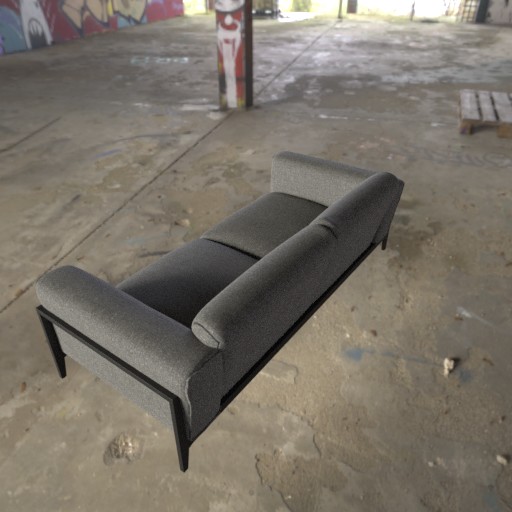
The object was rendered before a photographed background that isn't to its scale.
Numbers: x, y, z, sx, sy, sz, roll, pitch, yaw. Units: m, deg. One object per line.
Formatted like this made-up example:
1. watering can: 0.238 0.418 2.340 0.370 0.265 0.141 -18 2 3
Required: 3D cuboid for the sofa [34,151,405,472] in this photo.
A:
1. sofa: 0.000 0.000 2.550 0.985 0.703 2.125 22 39 29
